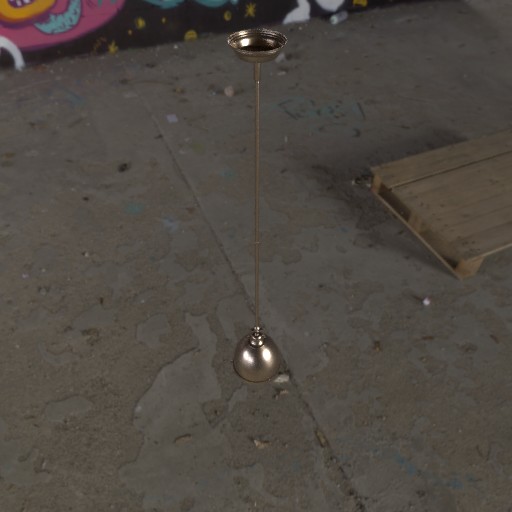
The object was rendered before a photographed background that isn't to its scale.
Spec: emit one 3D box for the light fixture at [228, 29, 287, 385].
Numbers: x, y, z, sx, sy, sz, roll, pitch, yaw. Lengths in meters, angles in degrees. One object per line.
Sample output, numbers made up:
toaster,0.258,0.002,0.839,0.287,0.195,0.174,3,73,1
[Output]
light fixture,0.000,0.000,1.465,0.217,1.367,0.211,-3,46,-3
